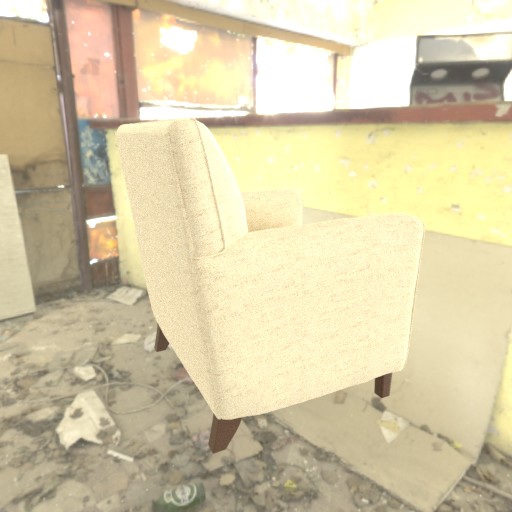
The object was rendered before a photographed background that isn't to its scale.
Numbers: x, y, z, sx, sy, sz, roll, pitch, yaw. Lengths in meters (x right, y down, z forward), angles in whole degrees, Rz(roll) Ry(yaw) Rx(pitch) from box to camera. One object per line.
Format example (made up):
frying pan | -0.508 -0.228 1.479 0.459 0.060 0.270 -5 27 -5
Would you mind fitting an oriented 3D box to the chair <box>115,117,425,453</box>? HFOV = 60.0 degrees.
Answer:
chair | 0.000 0.000 1.631 0.823 0.943 0.870 -7 17 -25
